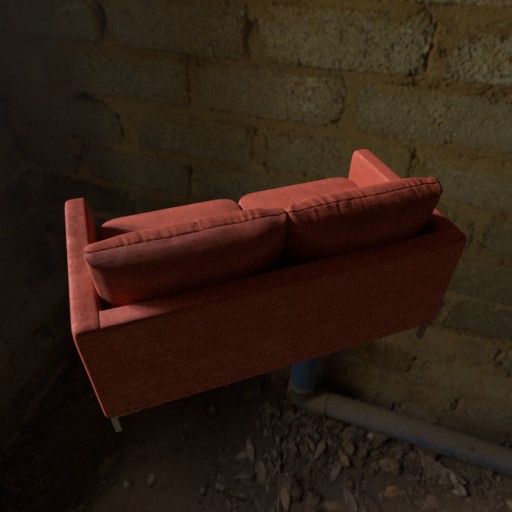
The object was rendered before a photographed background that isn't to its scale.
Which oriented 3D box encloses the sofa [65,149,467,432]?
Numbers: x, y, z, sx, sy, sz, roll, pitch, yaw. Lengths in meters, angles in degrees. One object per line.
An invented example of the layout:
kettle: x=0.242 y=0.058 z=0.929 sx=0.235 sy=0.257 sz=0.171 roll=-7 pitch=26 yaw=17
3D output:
sofa: x=0.000 y=0.000 z=2.067 sx=1.574 sy=0.896 sz=0.864 roll=-13 pitch=44 yaw=-15
